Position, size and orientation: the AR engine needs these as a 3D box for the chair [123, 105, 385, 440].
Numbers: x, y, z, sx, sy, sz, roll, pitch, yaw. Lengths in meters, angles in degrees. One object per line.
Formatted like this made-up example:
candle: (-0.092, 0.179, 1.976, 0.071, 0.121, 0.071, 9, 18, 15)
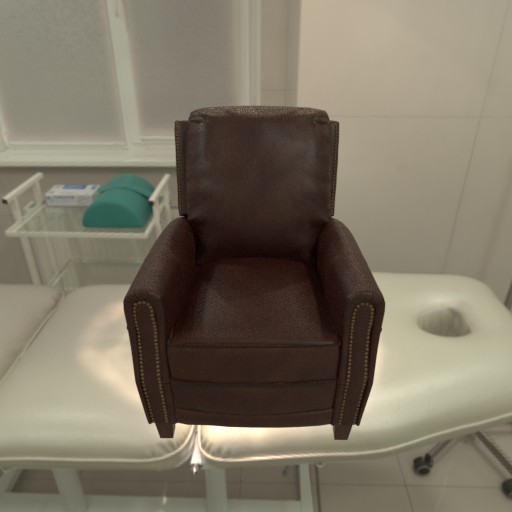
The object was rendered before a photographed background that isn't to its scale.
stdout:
chair: (0.000, 0.000, 1.814, 0.826, 1.022, 1.089, 1, 30, 1)
